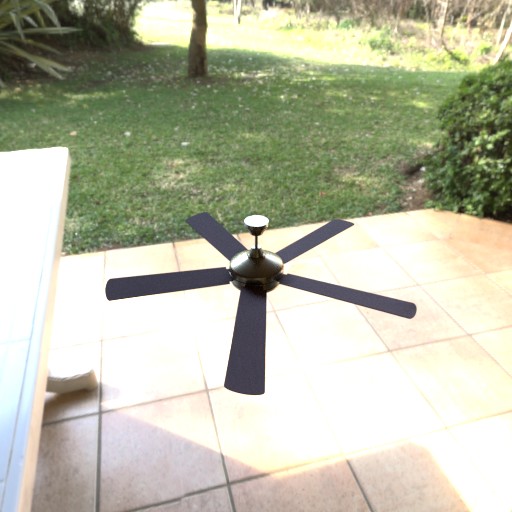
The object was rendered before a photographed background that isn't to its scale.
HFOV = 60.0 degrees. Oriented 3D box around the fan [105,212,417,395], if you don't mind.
[{"bbox_3d":[0.000,0.000,1.988,1.321,0.356,1.321,-12,34,-18],"label":"fan"}]
